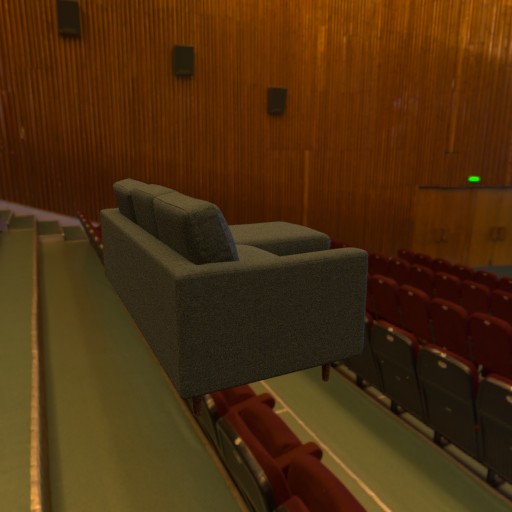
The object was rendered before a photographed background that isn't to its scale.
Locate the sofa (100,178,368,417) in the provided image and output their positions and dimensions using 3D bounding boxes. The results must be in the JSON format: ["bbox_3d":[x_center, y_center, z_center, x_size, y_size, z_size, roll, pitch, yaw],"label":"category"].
[{"bbox_3d":[0.000,0.000,2.919,1.667,0.957,2.055,-7,15,-26],"label":"sofa"}]
